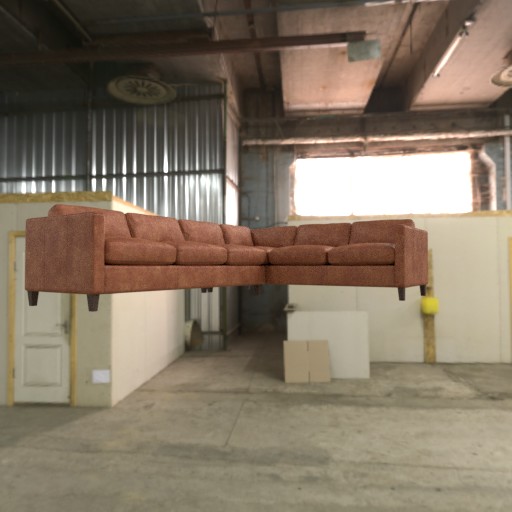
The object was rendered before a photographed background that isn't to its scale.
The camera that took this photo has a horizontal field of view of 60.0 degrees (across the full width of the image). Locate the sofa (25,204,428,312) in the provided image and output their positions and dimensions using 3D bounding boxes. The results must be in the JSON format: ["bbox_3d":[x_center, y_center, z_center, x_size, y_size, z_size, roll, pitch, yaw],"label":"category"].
[{"bbox_3d":[0.000,0.000,4.219,2.438,0.838,3.167,-1,-2,34],"label":"sofa"}]
